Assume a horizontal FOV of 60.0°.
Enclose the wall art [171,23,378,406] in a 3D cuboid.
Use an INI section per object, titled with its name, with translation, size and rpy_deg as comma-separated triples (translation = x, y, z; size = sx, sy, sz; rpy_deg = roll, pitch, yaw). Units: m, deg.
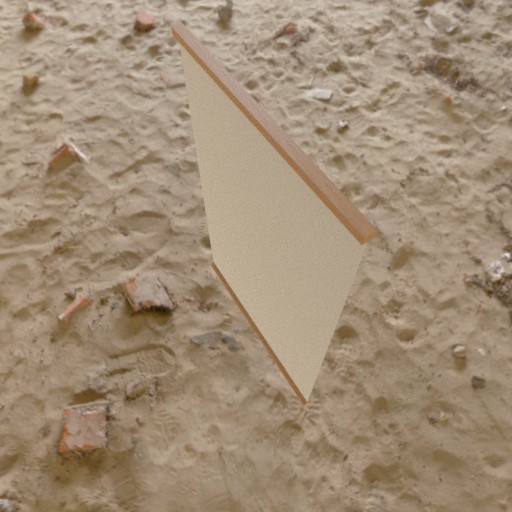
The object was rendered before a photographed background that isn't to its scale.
[wall art]
translation = 0.000, 0.000, 1.868
size = 0.040, 1.510, 0.991
rpy_deg = -28, 62, -16
